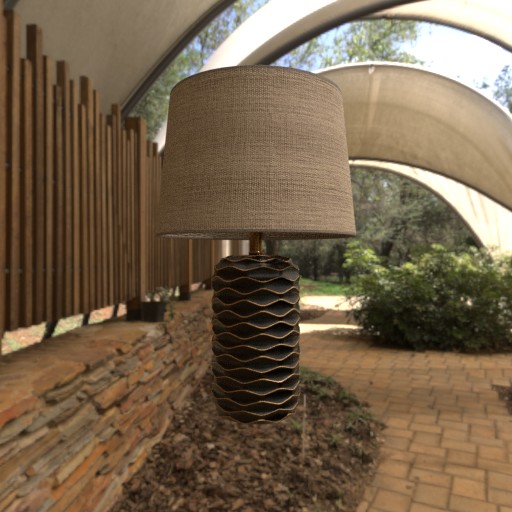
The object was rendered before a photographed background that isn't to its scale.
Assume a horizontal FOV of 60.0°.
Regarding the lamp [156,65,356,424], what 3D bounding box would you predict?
[{"bbox_3d":[0.000,0.000,0.851,0.376,0.594,0.376,0,0,0],"label":"lamp"}]
